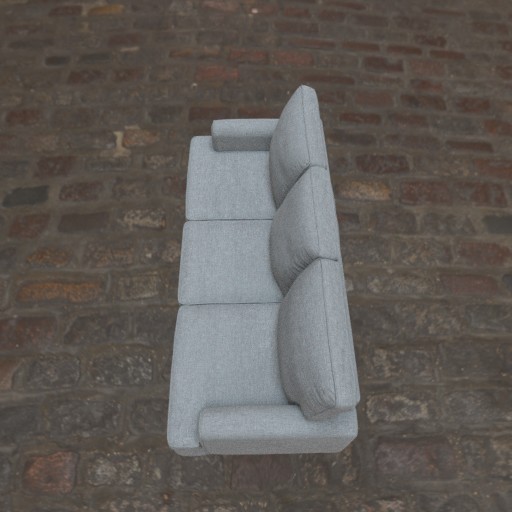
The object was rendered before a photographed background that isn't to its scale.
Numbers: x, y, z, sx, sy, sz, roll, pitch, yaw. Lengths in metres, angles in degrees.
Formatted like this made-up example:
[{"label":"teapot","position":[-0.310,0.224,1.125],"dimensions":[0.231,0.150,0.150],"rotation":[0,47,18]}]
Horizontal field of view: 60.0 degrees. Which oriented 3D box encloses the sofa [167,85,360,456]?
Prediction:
[{"label":"sofa","position":[0.000,0.000,2.708],"dimensions":[0.951,0.965,2.158],"rotation":[-1,58,-1]}]
